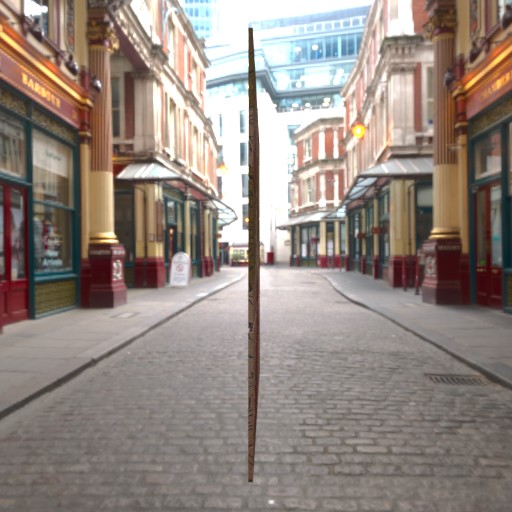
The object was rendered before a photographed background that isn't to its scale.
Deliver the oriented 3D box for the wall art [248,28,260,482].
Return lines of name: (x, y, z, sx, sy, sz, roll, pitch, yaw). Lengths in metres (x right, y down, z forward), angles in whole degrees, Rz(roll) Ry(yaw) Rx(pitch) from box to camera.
wall art: (0.000, 0.000, 1.790, 0.013, 1.218, 1.206, 0, -1, 1)
